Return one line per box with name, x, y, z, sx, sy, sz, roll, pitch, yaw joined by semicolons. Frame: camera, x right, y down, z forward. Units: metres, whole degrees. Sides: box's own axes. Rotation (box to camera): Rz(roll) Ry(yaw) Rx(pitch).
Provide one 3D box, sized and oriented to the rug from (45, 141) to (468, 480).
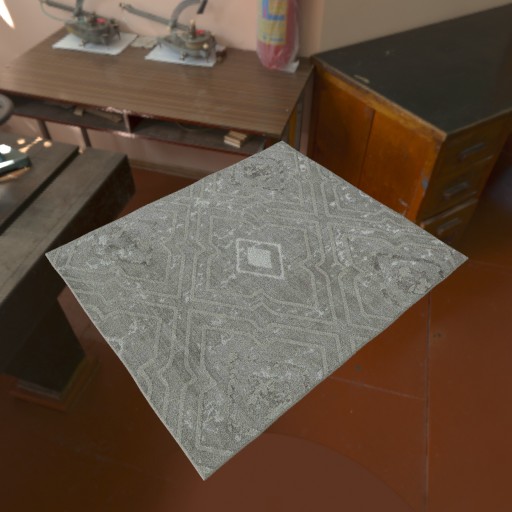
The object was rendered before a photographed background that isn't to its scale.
rug;0.000;0.000;0.878;0.639;0.006;0.548;-31;54;-26
